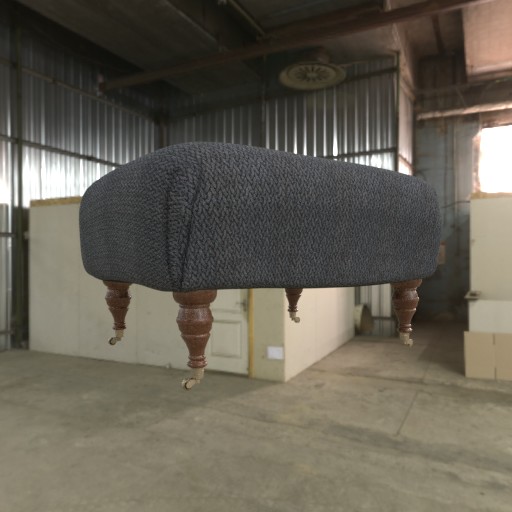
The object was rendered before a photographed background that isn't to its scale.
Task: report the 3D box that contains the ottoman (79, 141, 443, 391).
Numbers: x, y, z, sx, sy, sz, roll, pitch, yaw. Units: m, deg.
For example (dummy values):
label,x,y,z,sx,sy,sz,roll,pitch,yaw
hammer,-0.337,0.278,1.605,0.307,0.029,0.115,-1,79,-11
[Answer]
label,x,y,z,sx,sy,sz,roll,pitch,yaw
ottoman,0.000,0.000,1.109,0.747,0.450,0.622,-1,1,-34
